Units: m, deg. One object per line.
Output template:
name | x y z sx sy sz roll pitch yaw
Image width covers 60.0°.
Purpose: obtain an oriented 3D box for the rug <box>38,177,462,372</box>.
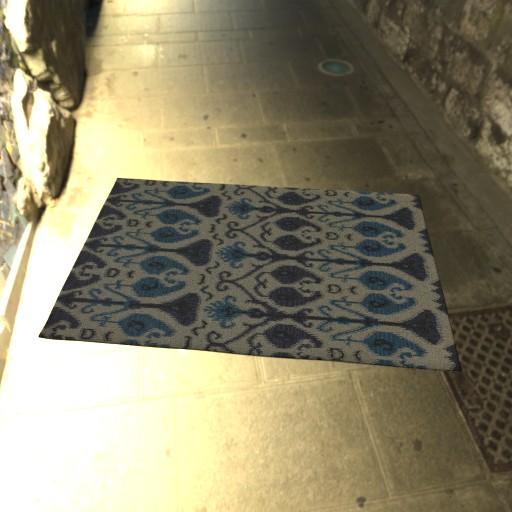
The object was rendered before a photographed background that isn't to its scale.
rug | 0.000 0.000 2.117 1.698 0.013 1.072 4 47 4
